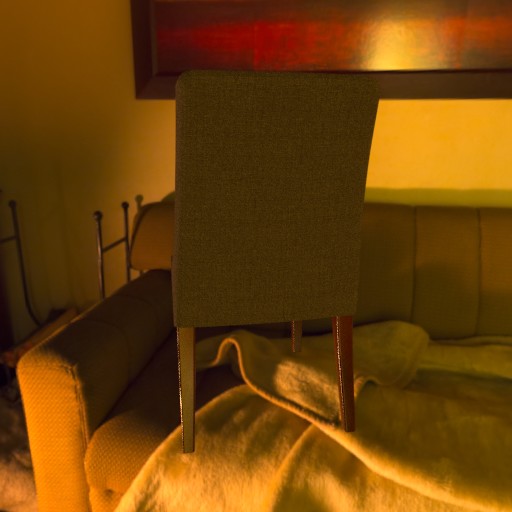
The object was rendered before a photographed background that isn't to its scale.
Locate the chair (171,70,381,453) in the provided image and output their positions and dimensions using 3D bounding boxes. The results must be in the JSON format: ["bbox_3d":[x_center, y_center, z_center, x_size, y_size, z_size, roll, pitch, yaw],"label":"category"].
[{"bbox_3d":[0.000,0.000,1.345,0.508,0.952,0.655,-3,14,-11],"label":"chair"}]
